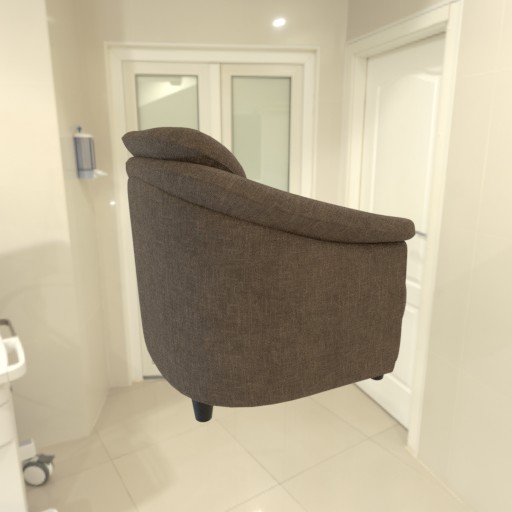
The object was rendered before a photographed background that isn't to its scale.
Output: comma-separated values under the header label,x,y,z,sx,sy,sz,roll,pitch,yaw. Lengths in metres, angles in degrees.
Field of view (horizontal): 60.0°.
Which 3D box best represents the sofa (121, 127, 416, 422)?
label,x,y,z,sx,sy,sz,roll,pitch,yaw
sofa,0.000,0.000,1.495,0.794,0.811,0.870,-7,15,-26
